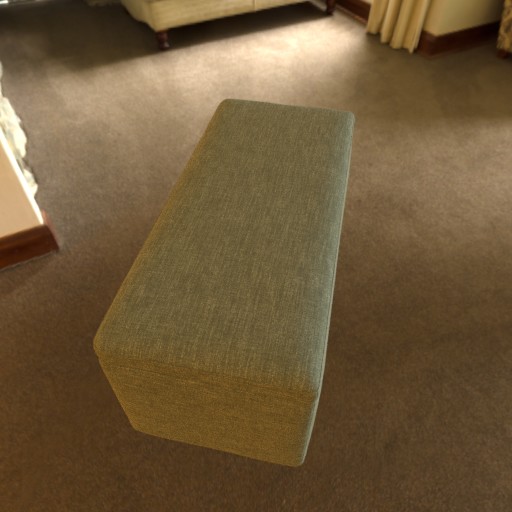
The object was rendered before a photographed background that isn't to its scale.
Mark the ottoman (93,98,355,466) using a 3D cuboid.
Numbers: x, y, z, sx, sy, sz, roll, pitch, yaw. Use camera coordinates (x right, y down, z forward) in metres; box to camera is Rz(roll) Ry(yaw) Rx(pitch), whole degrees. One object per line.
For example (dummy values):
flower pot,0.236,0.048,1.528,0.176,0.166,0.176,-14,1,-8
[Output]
ottoman,0.000,0.000,1.160,0.419,0.432,0.902,9,48,8
